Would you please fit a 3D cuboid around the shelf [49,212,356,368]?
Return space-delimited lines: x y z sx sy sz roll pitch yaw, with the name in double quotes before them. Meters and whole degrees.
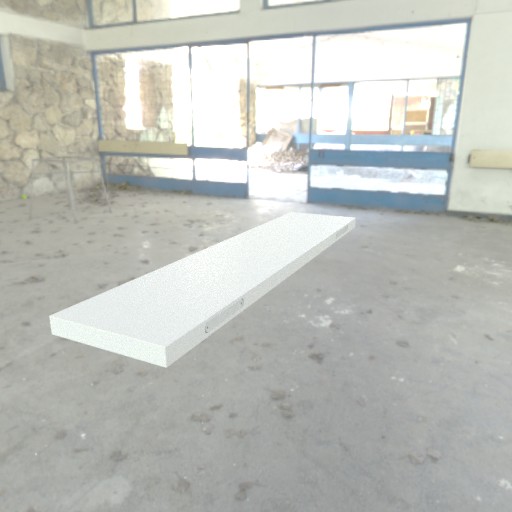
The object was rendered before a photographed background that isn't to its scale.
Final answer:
"shelf" 0.000 0.000 0.662 0.140 0.020 0.610 8 18 26
